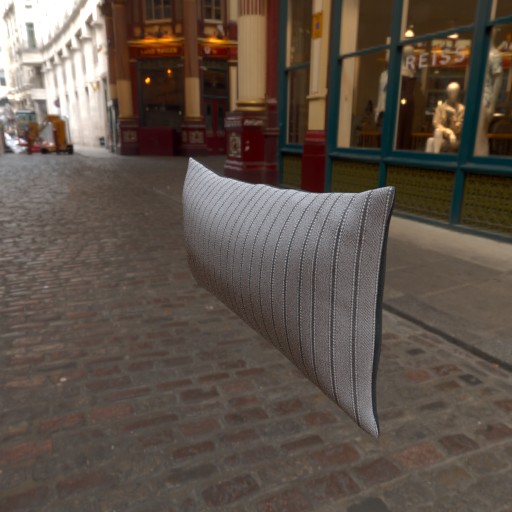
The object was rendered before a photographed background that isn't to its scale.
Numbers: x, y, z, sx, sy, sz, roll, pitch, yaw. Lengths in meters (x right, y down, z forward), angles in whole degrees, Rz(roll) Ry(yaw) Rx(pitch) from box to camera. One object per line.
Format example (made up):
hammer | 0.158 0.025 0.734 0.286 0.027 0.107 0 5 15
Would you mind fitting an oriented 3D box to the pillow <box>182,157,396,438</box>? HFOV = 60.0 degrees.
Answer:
pillow | 0.000 0.000 0.739 0.151 0.305 0.609 -8 19 -26
